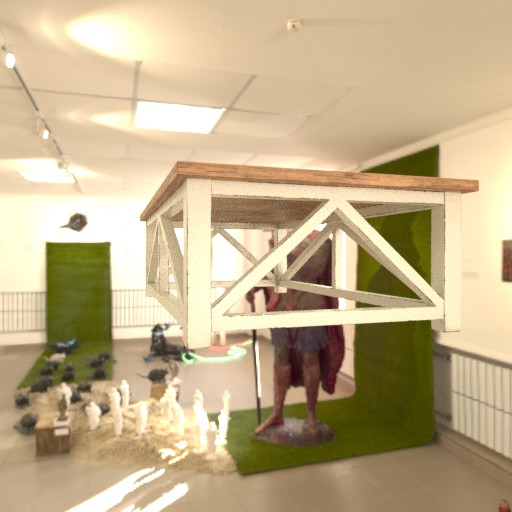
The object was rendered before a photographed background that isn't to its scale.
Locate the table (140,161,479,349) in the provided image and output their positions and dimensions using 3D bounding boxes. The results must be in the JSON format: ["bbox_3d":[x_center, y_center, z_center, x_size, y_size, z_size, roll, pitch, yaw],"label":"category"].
[{"bbox_3d":[0.000,0.000,1.727,0.800,0.410,1.400,0,0,-18],"label":"table"}]
